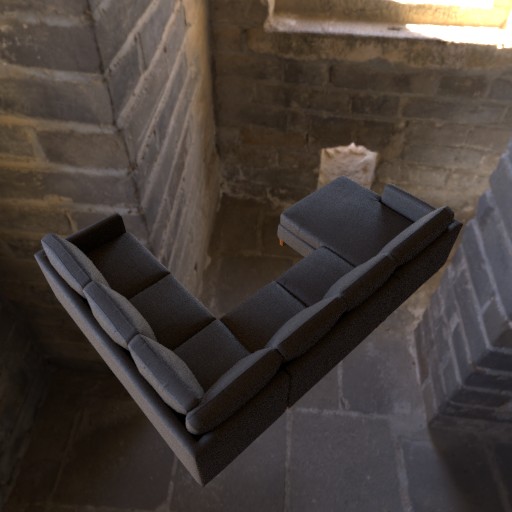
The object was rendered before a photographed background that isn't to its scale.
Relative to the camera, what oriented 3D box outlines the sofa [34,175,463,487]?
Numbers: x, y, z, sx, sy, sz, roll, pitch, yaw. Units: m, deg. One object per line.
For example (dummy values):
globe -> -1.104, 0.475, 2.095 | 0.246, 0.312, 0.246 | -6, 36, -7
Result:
sofa -> 0.000, 0.000, 4.555 | 3.460, 0.961, 2.594 | -34, 56, -27
